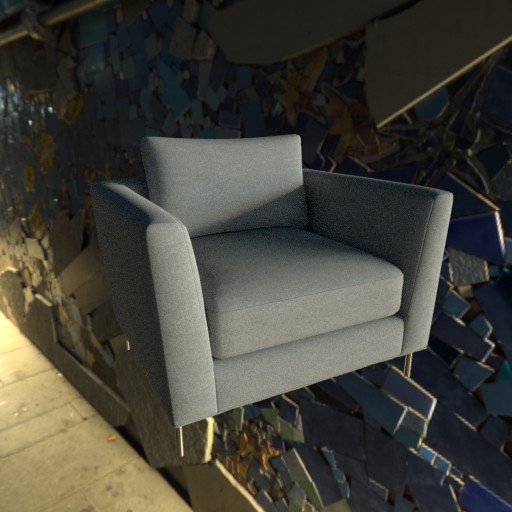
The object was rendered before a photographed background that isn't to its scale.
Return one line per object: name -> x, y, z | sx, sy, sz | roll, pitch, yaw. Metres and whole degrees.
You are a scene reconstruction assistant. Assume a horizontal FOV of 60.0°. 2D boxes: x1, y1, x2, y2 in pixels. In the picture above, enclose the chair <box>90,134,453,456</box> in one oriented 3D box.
chair -> 0.000, 0.000, 1.674 | 1.041, 0.864, 0.889 | -9, 19, -26
